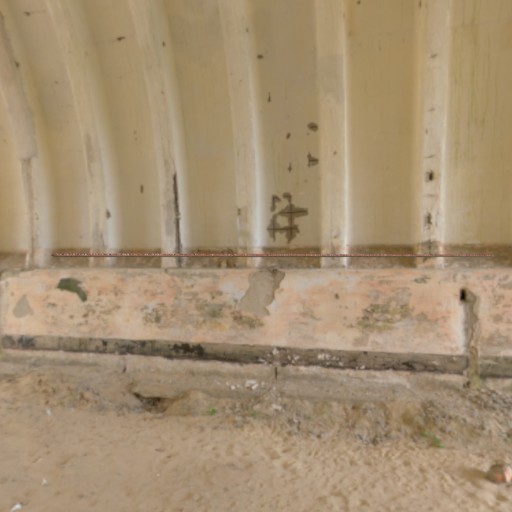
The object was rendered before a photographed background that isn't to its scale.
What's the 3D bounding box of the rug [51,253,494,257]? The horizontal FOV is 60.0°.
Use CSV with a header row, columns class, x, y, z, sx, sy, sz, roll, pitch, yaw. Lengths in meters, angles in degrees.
class,x,y,z,sx,sy,sz,roll,pitch,yaw
rug,0.000,0.000,5.021,3.965,0.025,2.803,0,0,-19
